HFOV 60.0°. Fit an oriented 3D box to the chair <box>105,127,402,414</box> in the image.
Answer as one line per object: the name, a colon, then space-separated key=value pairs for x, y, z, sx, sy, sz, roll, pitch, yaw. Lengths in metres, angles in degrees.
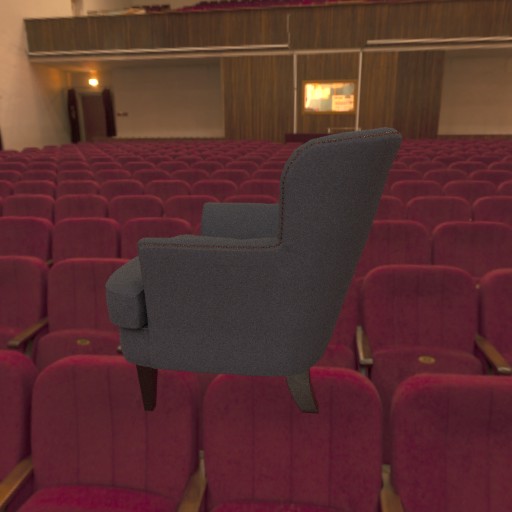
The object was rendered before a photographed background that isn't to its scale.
chair: x=0.000 y=0.000 z=1.561 sx=0.906 sy=0.868 sz=0.848 roll=2 pitch=14 yaw=7
